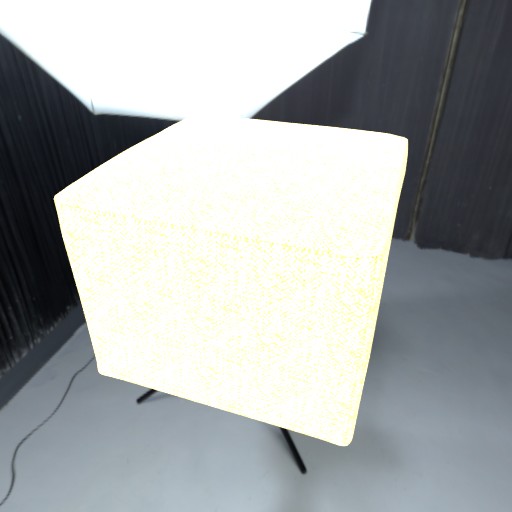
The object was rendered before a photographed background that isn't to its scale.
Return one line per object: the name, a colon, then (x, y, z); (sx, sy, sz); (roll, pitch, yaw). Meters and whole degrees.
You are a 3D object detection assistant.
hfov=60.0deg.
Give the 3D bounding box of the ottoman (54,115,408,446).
ottoman: (0.000, 0.000, 0.902); (0.512, 0.441, 0.505); (11, 34, 16)
